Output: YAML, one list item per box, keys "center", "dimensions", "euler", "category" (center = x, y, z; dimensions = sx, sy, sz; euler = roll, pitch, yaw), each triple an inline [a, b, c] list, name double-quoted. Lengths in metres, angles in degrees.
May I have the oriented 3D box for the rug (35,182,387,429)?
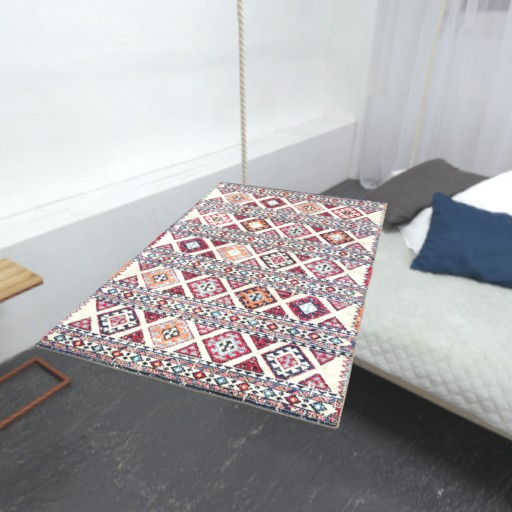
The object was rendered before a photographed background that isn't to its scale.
- center: [0.000, 0.000, 3.008]
  dimensions: [1.545, 0.010, 2.440]
  euler: [10, 32, 16]
  category: "rug"
